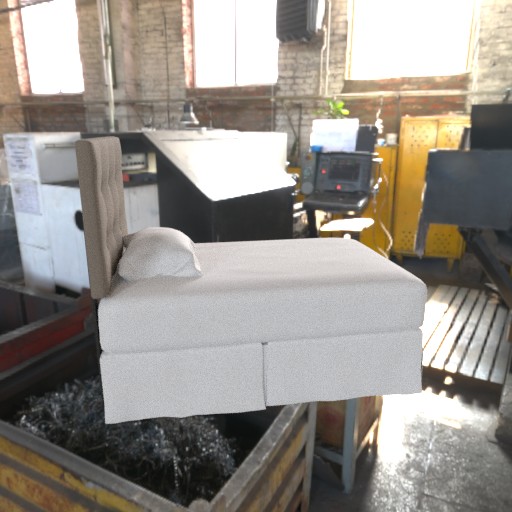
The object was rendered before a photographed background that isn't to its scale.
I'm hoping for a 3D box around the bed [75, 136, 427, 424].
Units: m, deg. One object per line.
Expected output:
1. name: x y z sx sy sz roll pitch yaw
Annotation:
1. bed: 0.000 0.000 3.027 1.997 1.571 1.261 -3 16 -10
